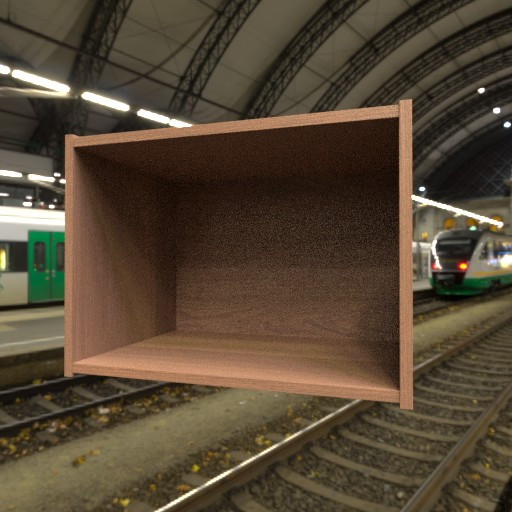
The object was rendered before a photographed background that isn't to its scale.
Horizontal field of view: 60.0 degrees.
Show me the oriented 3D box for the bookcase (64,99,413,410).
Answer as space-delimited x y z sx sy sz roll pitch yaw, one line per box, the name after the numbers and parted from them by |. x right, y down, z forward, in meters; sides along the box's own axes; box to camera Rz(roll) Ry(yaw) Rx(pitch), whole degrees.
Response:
0.000 0.000 0.635 0.415 0.305 0.290 0 -1 18 | bookcase
